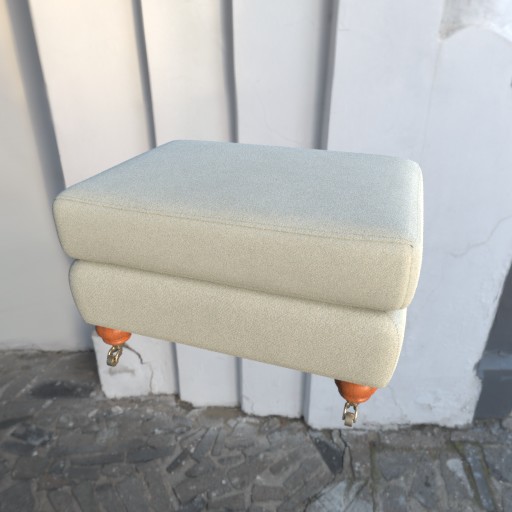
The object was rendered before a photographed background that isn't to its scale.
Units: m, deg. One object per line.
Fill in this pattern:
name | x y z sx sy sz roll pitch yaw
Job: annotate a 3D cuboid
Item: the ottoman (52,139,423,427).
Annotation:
ottoman | 0.000 0.000 1.153 0.773 0.499 0.569 9 29 16
